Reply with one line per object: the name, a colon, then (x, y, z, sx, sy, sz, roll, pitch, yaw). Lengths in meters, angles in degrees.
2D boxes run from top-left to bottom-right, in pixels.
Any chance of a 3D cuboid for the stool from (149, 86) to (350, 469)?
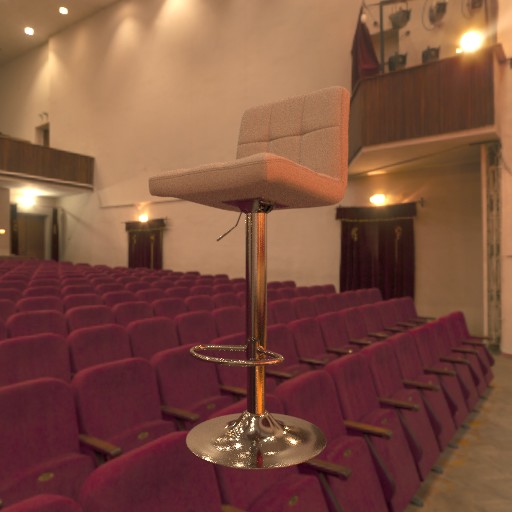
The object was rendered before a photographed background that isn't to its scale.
stool: (0.000, 0.000, 1.360, 0.430, 1.115, 0.505, -1, -1, 35)
